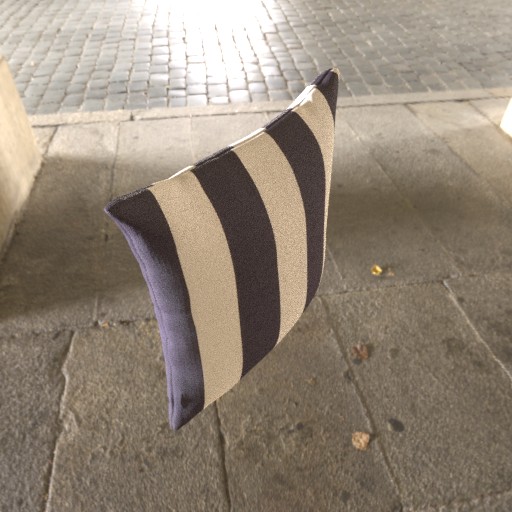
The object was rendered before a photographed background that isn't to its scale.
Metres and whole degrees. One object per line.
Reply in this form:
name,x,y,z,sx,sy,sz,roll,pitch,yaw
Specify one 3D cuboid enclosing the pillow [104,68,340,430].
pillow,0.000,0.000,0.806,0.189,0.526,0.536,25,47,25
